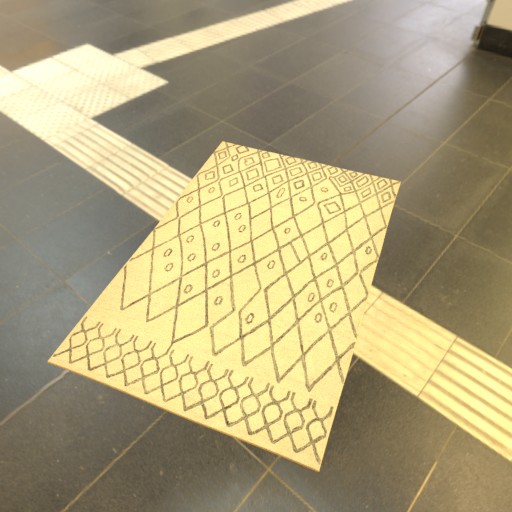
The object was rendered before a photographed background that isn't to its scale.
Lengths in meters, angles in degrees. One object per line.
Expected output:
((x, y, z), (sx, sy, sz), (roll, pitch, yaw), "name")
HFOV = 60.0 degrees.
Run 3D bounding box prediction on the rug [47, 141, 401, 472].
((0.000, 0.000, 2.342), (1.222, 0.015, 1.828), (16, 50, 14), "rug")
